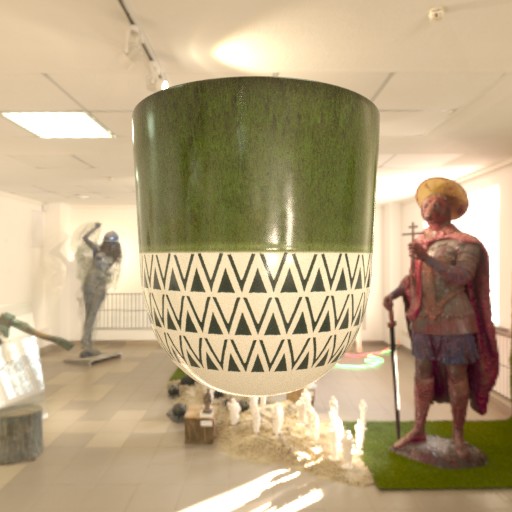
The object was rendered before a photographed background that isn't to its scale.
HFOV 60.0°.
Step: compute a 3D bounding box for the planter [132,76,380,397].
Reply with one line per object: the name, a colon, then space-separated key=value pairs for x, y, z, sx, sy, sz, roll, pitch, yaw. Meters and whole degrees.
planter: x=0.000 y=0.000 z=0.454 sx=0.245 sy=0.270 sz=0.245 roll=0 pitch=0 yaw=0
